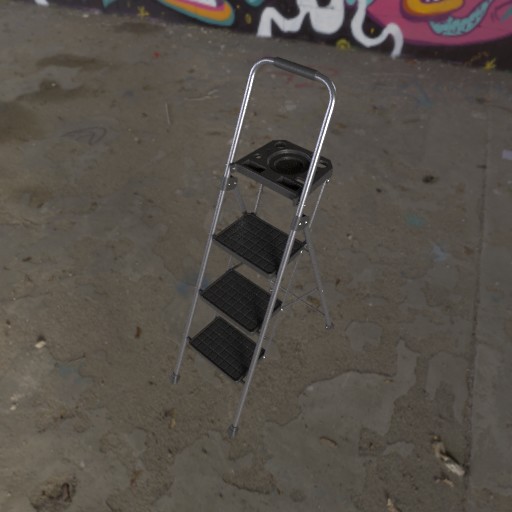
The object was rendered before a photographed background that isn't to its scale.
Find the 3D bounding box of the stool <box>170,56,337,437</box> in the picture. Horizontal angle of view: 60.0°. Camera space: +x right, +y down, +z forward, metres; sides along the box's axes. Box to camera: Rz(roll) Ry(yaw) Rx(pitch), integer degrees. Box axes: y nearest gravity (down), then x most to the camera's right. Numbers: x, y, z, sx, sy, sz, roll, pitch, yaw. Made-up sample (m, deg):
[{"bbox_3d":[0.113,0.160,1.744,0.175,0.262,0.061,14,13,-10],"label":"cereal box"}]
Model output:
[{"bbox_3d":[0.000,0.000,1.608,0.396,1.277,0.733,32,54,27],"label":"stool"}]
